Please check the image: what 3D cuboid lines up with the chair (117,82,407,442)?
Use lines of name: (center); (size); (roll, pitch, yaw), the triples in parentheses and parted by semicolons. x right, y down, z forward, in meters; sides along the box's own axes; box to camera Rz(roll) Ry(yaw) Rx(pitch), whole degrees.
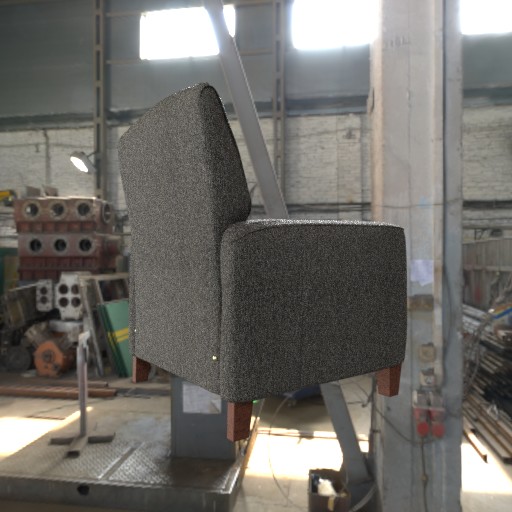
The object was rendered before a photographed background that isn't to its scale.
chair: (0.000, 0.000, 1.701); (0.864, 1.014, 0.848); (0, -1, -36)
